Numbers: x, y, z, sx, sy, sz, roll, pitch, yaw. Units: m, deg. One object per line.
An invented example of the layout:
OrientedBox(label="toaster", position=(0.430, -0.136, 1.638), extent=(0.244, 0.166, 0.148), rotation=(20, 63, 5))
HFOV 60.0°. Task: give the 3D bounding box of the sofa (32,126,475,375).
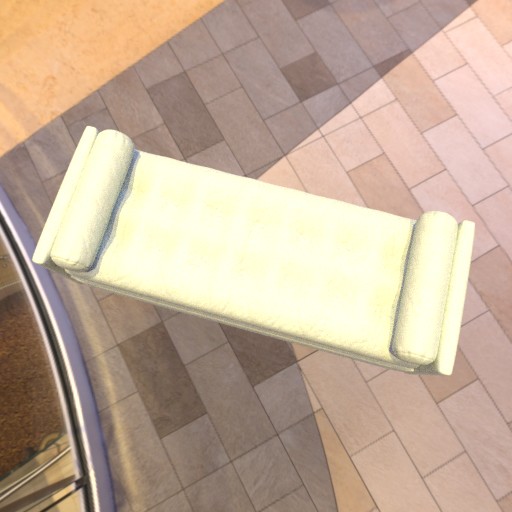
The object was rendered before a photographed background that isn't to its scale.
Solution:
OrientedBox(label="sofa", position=(0.000, 0.000, 2.476), extent=(2.102, 0.705, 0.796), rotation=(15, 76, 4))
